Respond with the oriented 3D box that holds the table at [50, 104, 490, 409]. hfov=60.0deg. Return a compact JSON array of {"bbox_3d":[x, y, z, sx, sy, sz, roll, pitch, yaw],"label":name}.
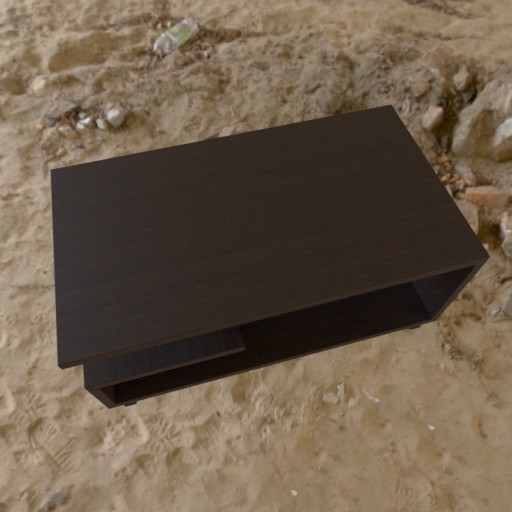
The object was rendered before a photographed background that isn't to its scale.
[{"bbox_3d":[0.000,0.000,1.375,1.050,0.460,0.590,-13,59,-8],"label":"table"}]
